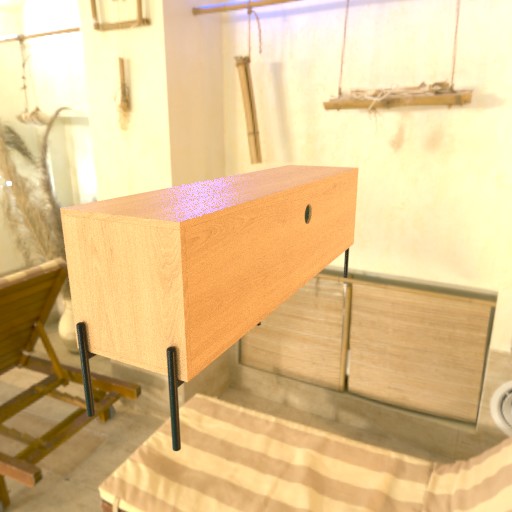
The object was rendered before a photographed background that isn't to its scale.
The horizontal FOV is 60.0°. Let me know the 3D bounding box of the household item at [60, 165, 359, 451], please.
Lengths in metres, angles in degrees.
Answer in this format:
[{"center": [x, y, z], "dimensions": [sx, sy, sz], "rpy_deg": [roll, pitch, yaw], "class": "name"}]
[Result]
[{"center": [0.000, 0.000, 1.790], "dimensions": [0.400, 0.600, 1.550], "rpy_deg": [8, 18, 26], "class": "household item"}]
